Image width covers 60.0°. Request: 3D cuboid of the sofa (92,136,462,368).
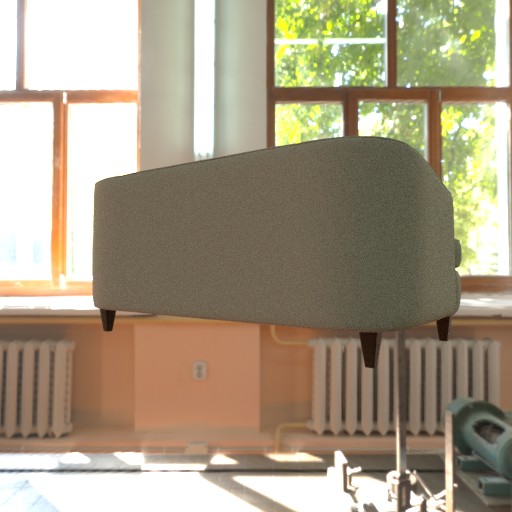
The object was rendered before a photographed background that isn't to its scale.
[{"bbox_3d":[0.000,0.000,2.208,1.733,0.855,0.941,-1,-1,35],"label":"sofa"}]
